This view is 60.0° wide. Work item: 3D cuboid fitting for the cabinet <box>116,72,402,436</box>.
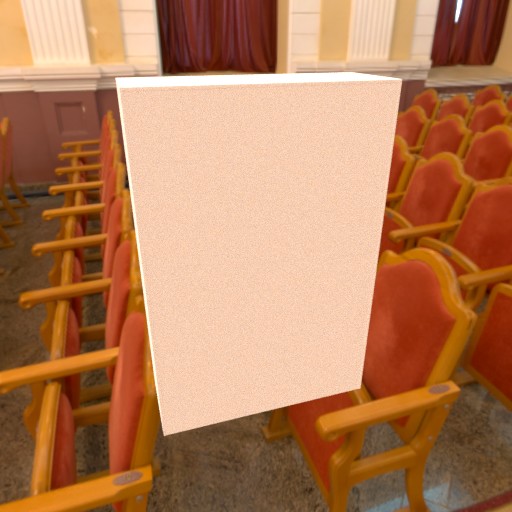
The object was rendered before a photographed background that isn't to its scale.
[{"bbox_3d":[0.000,0.000,2.559,1.290,1.910,0.510,-8,27,-16],"label":"cabinet"}]
